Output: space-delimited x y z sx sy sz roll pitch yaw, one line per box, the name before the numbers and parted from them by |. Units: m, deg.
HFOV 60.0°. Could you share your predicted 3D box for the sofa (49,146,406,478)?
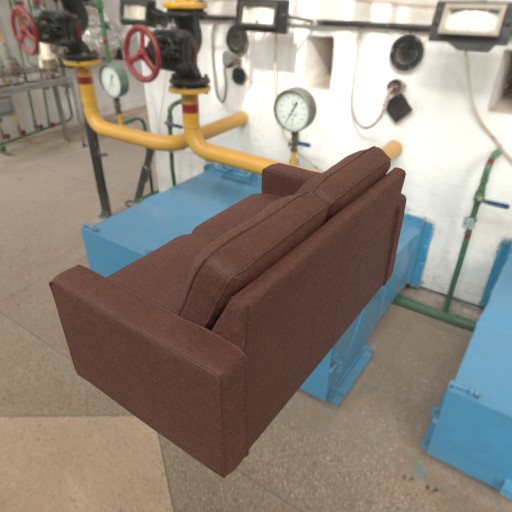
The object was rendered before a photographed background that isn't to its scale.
sofa | 0.000 0.000 2.254 0.947 0.918 1.709 21 38 30
